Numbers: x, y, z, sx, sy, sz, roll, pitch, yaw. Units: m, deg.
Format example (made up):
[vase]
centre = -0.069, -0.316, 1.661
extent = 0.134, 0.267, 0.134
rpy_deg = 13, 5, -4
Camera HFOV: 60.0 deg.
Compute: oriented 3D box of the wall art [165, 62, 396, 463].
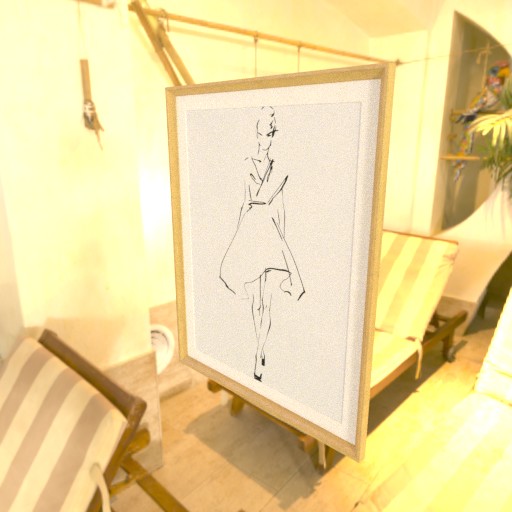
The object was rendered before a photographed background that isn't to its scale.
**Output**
[wall art]
centre = 0.000, 0.000, 1.336
extent = 0.798, 1.002, 0.030
rpy_deg = 14, 21, 42
